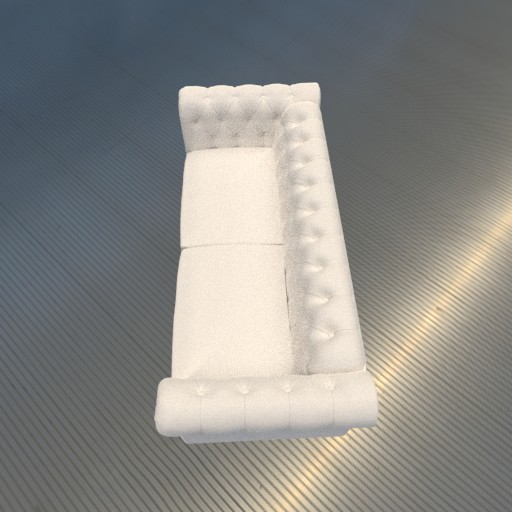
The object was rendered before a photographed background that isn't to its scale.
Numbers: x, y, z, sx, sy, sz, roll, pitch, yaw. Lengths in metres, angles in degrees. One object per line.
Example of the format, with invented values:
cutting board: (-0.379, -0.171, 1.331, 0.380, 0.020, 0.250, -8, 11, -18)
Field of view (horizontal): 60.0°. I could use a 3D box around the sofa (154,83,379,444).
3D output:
sofa: (0.000, 0.000, 2.250, 0.771, 0.796, 1.798, -2, 58, -1)
